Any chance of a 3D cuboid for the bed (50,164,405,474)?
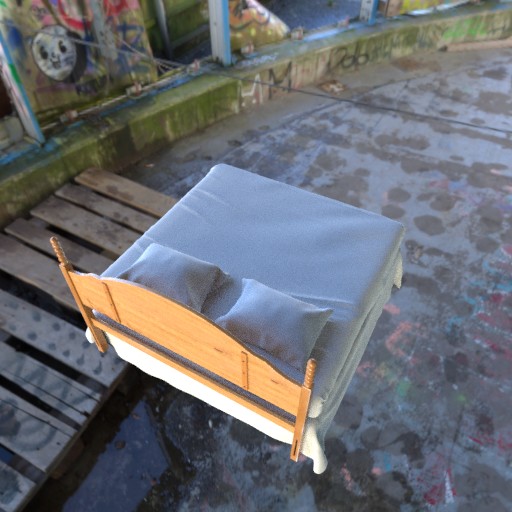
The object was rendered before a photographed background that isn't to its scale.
[{"bbox_3d":[0.000,0.000,3.725,2.322,1.355,2.219,22,50,20],"label":"bed"}]
